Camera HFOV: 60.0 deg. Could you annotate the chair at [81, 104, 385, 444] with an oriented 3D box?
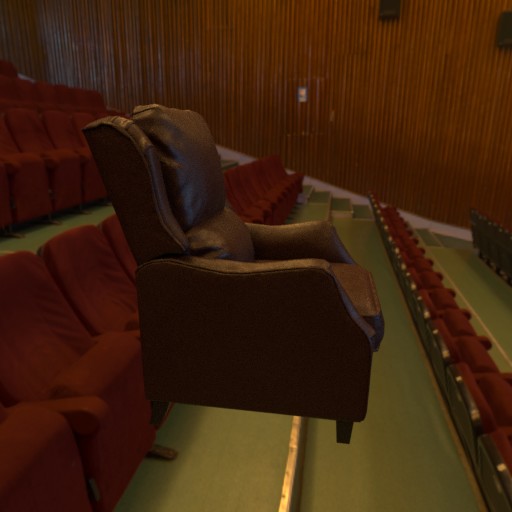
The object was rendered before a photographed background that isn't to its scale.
[{"bbox_3d":[0.000,0.000,1.767,0.982,1.132,0.770,3,16,9],"label":"chair"}]
